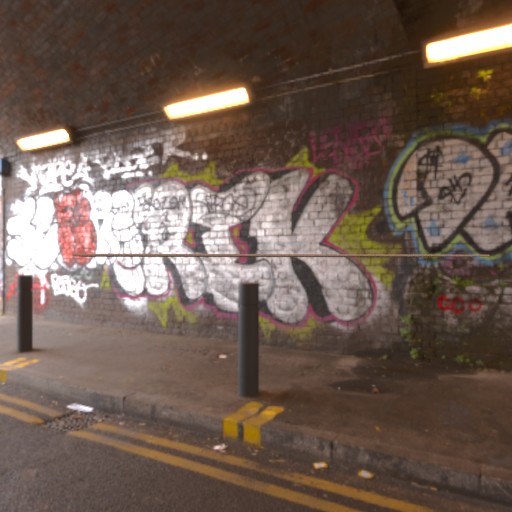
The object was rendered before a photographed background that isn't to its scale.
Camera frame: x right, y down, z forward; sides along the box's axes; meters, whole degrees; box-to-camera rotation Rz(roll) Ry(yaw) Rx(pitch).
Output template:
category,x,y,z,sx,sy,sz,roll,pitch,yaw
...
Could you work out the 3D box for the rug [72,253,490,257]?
category,x,y,z,sx,sy,sz,roll,pitch,yaw
rug,0.000,0.000,4.128,3.046,0.015,2.446,0,0,-20
